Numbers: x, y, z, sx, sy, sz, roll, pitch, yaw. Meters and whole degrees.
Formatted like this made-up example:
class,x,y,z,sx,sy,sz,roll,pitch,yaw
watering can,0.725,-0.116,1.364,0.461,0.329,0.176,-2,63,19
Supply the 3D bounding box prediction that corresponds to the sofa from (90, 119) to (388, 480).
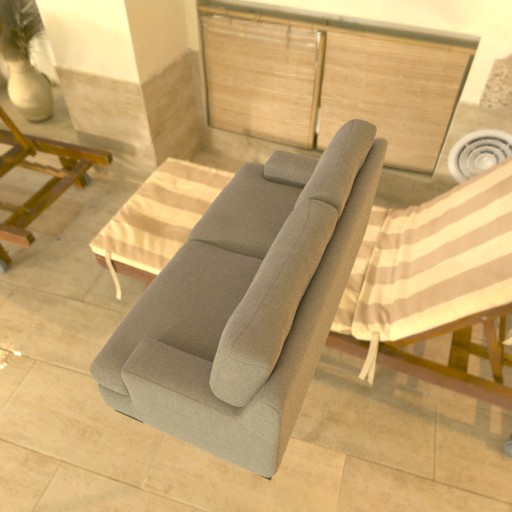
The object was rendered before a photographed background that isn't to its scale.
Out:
class,x,y,z,sx,sy,sz,roll,pitch,yaw
sofa,0.000,0.000,2.426,0.962,0.980,1.855,17,49,16
